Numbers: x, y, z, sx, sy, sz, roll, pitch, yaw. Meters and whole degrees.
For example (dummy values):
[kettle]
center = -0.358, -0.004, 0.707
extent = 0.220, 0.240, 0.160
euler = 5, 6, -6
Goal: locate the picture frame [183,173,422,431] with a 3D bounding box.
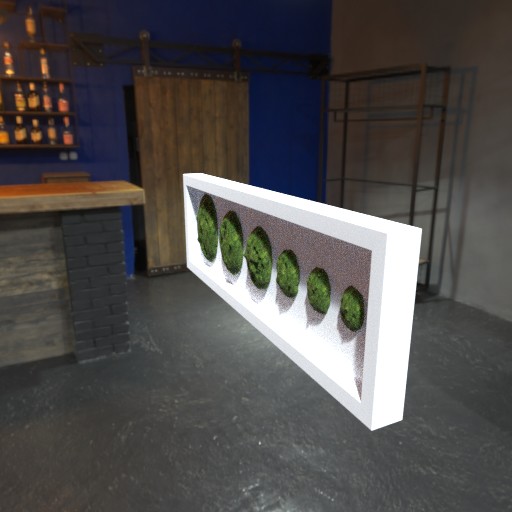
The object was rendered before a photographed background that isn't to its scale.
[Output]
[picture frame]
center = 0.000, 0.000, 0.851
extent = 0.050, 0.250, 0.759
euler = -7, 17, -25
